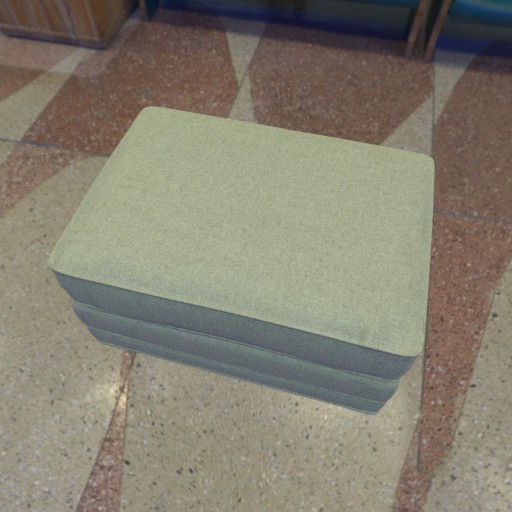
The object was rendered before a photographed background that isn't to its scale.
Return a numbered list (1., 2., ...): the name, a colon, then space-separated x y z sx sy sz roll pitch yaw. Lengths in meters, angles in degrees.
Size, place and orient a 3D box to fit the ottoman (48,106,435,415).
1. ottoman: 0.000 0.000 1.238 0.848 0.508 0.611 13 57 8
